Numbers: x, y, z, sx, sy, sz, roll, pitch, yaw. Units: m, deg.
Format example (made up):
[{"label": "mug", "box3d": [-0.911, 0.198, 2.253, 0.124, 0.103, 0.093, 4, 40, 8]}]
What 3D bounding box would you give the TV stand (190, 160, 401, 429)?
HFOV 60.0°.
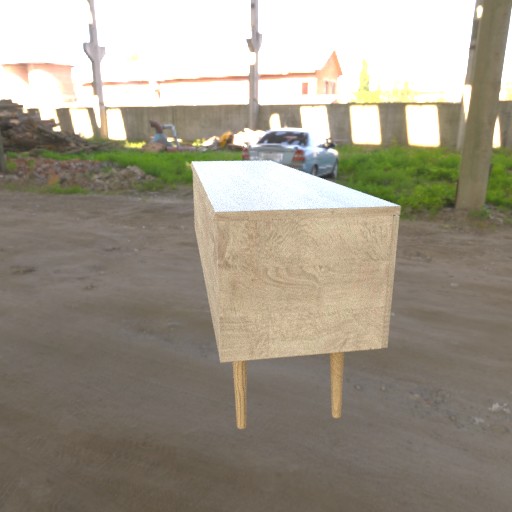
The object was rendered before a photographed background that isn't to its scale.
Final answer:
[{"label": "TV stand", "box3d": [0.000, 0.000, 1.563, 0.401, 0.565, 1.313, -3, 16, -10]}]
